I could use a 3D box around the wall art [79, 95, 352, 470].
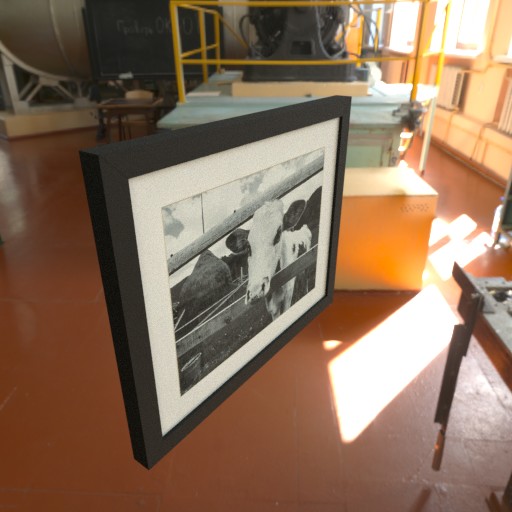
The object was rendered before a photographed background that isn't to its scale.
[{"bbox_3d":[0.000,0.000,0.537,0.024,0.329,0.404,19,32,32],"label":"wall art"}]
